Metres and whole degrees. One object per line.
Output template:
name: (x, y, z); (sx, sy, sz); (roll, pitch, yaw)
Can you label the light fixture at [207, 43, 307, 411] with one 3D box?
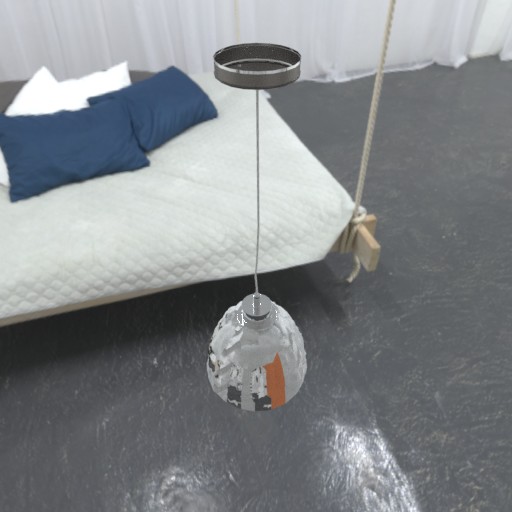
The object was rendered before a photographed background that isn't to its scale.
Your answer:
light fixture: (0.000, 0.000, 1.757); (0.500, 1.511, 0.496); (-26, 48, -27)
